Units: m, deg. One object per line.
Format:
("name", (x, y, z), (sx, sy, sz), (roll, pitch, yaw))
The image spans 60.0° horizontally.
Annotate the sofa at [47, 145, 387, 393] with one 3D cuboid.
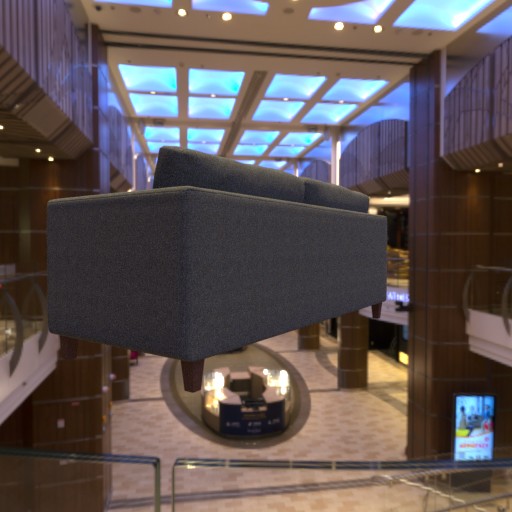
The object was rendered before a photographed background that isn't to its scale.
("sofa", (0.000, 0.000, 2.733), (0.948, 0.965, 2.208), (1, 2, 35))
